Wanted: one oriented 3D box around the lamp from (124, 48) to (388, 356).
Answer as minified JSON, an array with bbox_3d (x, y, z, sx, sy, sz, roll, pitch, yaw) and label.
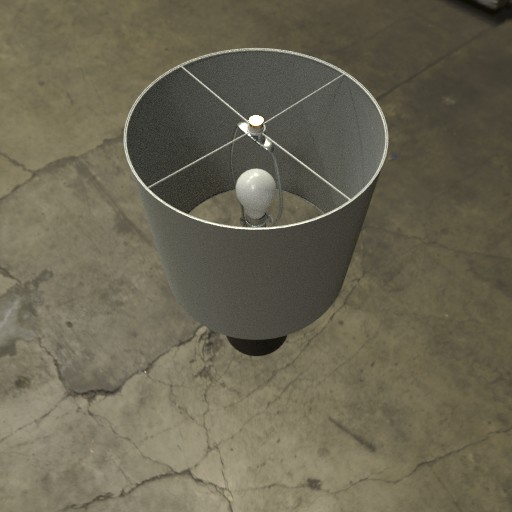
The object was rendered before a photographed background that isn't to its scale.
[{"bbox_3d":[0.000,0.000,0.761,0.308,0.580,0.308,-36,64,-21],"label":"lamp"}]
